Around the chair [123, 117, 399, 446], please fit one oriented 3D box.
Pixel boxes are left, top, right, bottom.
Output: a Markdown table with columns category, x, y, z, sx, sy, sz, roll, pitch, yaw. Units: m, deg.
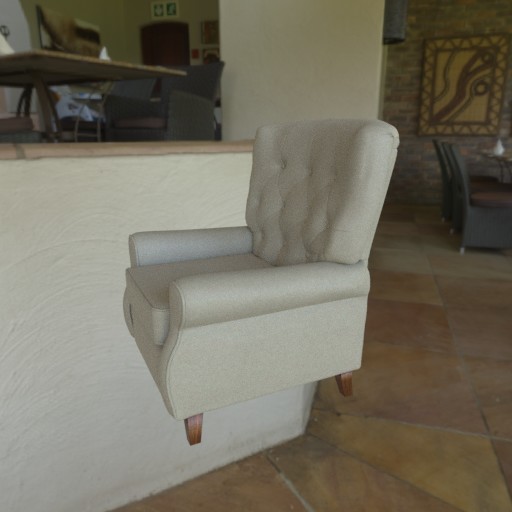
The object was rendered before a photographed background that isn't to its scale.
| category | x | y | z | sx | sy | sz | roll | pitch | yaw |
| --- | --- | --- | --- | --- | --- | --- | --- | --- | --- |
| chair | 0.000 | 0.000 | 1.931 | 1.059 | 1.158 | 0.943 | -8 | 18 | -25 |
